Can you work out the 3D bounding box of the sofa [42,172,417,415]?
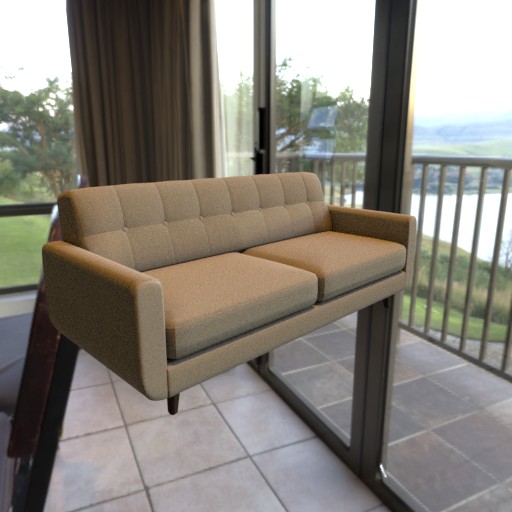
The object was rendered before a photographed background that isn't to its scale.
[{"bbox_3d":[0.000,0.000,2.645,2.137,0.892,0.980,-14,20,-43],"label":"sofa"}]
